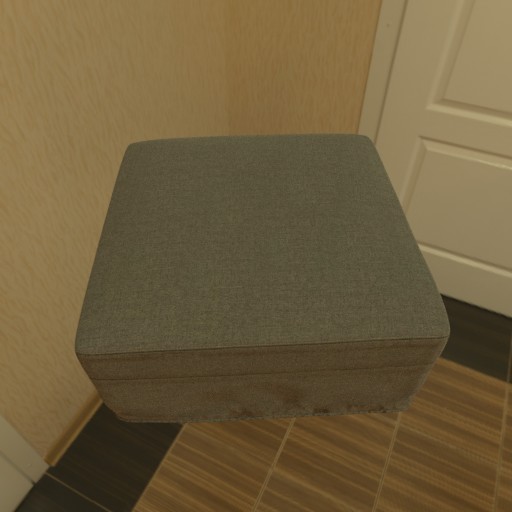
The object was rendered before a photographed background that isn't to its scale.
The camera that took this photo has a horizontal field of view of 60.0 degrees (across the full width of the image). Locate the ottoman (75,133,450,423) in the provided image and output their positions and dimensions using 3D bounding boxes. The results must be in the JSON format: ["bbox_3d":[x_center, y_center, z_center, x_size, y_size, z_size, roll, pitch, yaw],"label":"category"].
[{"bbox_3d":[0.000,0.000,1.340,0.840,0.436,0.843,-2,46,-2],"label":"ottoman"}]
